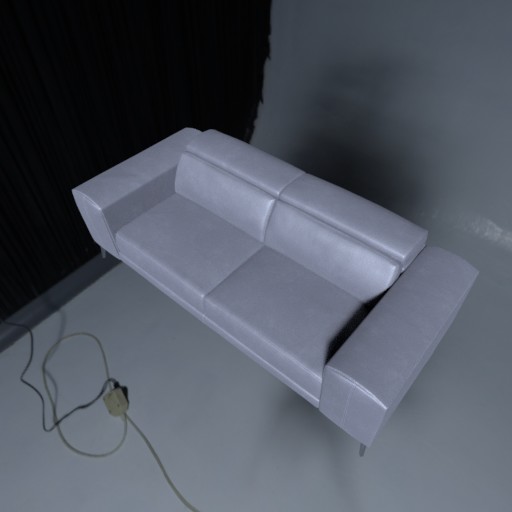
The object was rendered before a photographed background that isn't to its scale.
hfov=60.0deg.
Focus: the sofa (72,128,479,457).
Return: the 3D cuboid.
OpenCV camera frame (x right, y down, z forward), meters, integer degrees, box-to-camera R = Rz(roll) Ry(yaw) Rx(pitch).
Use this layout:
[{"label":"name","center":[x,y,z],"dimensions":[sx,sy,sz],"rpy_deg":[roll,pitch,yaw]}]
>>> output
[{"label":"sofa","center":[0.000,0.000,2.811],"dimensions":[2.330,0.814,1.048],"rpy_deg":[32,54,27]}]
